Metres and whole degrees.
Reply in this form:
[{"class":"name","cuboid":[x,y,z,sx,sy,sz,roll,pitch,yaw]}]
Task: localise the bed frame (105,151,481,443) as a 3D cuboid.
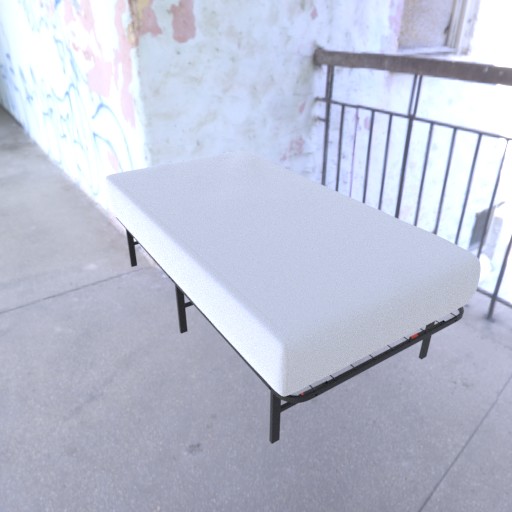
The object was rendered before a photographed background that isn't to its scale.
[{"class":"bed frame","cuboid":[0.000,0.000,2.383,1.025,0.640,1.908,-17,33,-28]}]
